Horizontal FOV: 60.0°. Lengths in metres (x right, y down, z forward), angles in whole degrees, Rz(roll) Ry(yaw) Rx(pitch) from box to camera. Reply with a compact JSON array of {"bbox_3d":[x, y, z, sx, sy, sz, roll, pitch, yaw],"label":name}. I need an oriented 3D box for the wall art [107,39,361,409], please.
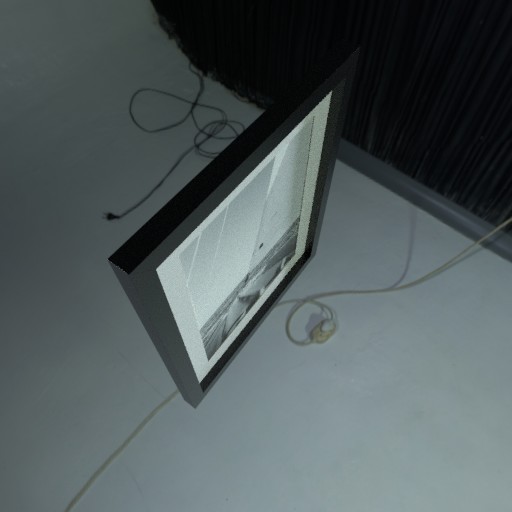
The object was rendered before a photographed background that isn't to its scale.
[{"bbox_3d":[0.000,0.000,0.772,0.031,0.558,0.461,32,63,18],"label":"wall art"}]
